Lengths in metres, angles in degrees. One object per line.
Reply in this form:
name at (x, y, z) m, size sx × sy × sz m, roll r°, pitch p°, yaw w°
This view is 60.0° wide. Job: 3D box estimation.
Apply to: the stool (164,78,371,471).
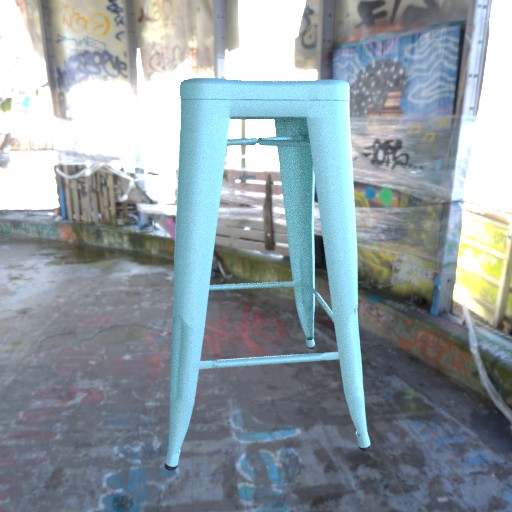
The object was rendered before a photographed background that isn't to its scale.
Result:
stool at (0.000, 0.000, 0.850) m, size 0.359 × 0.609 × 0.399 m, roll -2°, pitch 17°, yaw -8°
